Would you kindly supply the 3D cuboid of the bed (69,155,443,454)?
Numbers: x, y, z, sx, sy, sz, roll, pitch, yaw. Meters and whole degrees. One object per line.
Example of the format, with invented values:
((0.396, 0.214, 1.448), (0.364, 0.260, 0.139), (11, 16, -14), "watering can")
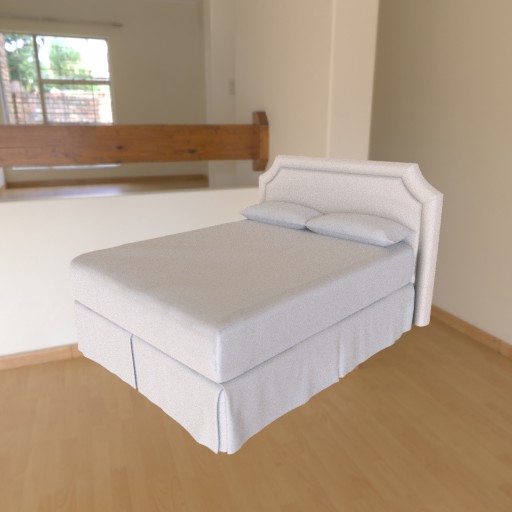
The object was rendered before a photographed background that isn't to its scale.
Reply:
((0.000, 0.000, 3.264), (1.828, 1.297, 2.164), (15, 23, 42), "bed")
